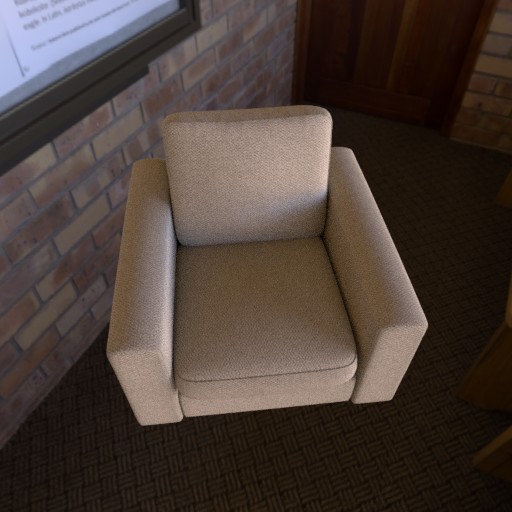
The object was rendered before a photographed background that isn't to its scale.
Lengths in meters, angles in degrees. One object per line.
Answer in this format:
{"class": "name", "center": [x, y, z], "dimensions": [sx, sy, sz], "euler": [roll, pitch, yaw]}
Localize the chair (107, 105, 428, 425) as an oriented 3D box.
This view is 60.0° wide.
{"class": "chair", "center": [0.000, 0.000, 1.751], "dimensions": [1.005, 0.873, 1.016], "euler": [-4, 47, -4]}
